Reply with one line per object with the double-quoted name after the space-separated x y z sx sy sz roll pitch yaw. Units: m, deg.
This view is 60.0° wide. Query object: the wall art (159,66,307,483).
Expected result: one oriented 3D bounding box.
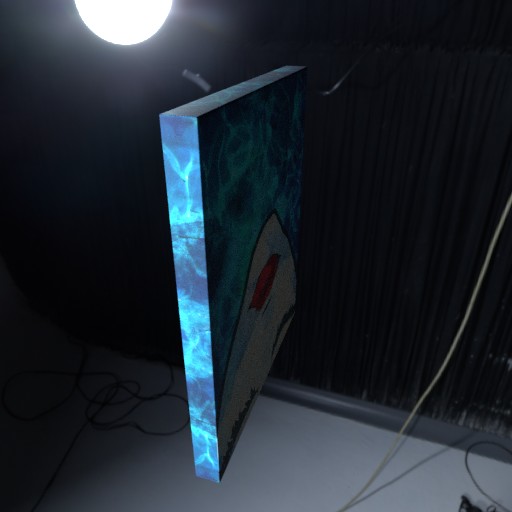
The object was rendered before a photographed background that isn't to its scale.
0.000 0.000 0.693 0.038 0.508 0.432 9 30 16 "wall art"
